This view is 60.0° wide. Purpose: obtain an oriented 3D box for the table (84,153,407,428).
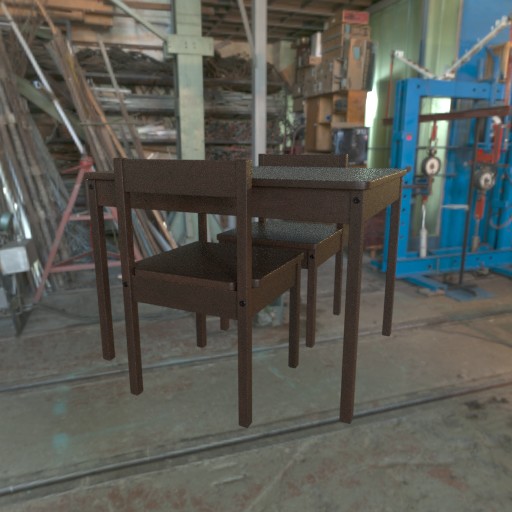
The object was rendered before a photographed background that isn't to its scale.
[{"bbox_3d":[0.000,0.000,1.138,0.650,0.503,0.672,6,15,25],"label":"table"}]
